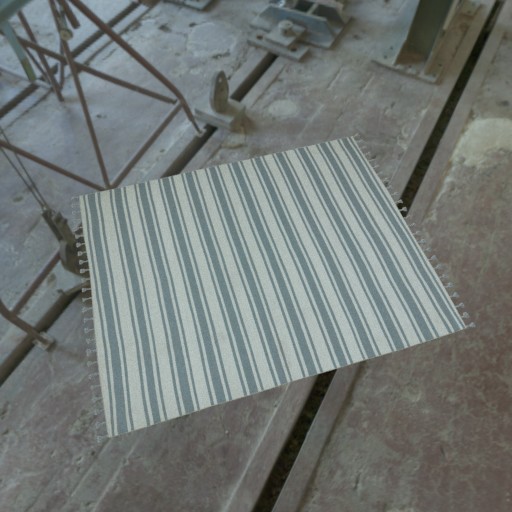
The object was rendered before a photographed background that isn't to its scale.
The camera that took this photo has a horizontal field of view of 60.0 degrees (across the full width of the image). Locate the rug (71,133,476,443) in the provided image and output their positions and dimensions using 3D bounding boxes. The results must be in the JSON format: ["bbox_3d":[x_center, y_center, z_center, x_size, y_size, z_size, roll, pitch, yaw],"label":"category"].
[{"bbox_3d":[0.000,0.000,4.123,3.201,0.005,2.439,-14,59,-9],"label":"rug"}]
